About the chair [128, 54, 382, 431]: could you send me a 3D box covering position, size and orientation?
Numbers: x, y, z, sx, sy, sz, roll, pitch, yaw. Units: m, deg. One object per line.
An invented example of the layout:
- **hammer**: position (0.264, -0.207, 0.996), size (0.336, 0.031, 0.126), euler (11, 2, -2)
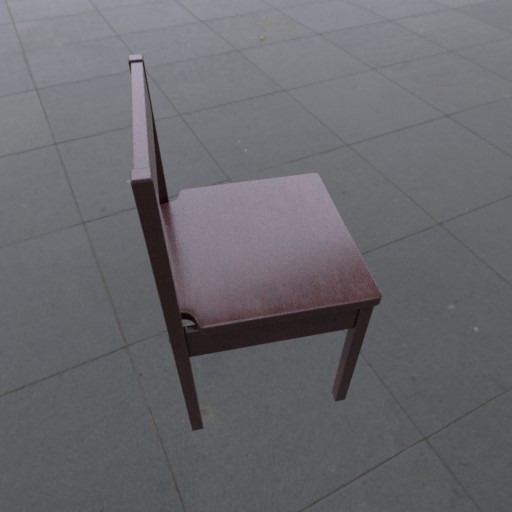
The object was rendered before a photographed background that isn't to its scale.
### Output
- **chair**: position (0.000, 0.000, 0.873), size (0.361, 0.668, 0.367), euler (-9, 46, -8)
